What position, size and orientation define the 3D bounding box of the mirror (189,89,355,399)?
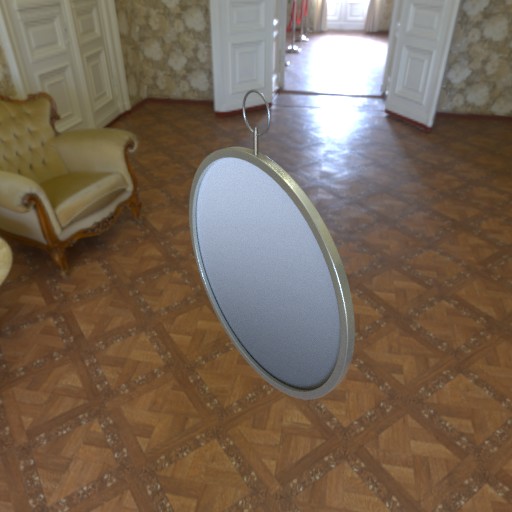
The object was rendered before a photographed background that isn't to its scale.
[{"bbox_3d":[0.000,0.000,0.990,0.020,0.713,0.594,-22,39,-29],"label":"mirror"}]
